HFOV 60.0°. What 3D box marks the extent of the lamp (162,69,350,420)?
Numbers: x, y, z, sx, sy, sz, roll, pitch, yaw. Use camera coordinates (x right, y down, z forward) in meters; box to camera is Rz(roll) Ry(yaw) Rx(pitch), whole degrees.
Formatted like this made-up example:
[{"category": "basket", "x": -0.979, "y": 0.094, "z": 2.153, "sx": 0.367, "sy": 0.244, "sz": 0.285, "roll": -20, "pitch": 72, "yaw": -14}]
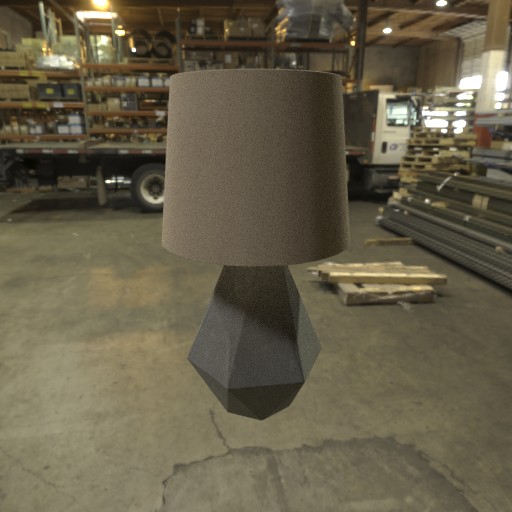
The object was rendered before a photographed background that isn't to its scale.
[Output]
[{"category": "lamp", "x": 0.000, "y": 0.000, "z": 0.671, "sx": 0.276, "sy": 0.501, "sz": 0.276, "roll": 0, "pitch": 17, "yaw": 0}]
